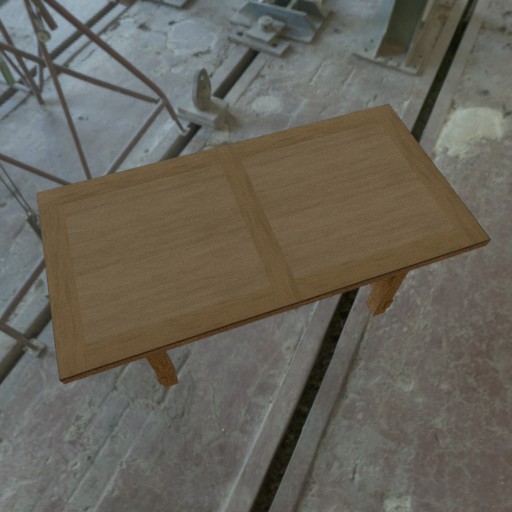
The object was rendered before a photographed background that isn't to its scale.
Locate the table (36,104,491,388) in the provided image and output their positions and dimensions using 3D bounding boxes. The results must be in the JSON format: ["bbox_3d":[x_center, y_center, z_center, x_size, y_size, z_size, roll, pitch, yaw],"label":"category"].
[{"bbox_3d":[0.000,0.000,2.468,1.982,0.762,1.000,-17,60,-10],"label":"table"}]
